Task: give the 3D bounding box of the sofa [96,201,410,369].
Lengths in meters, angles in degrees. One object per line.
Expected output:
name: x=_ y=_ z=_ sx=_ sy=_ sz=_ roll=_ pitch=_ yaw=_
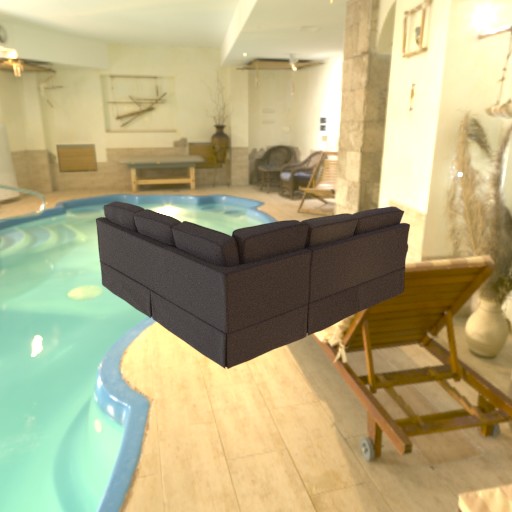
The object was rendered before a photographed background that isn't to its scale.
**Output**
sofa: x=0.000 y=0.000 z=5.069 sx=3.773 sy=1.169 sz=2.874 roll=-3 pitch=17 yaw=-9
